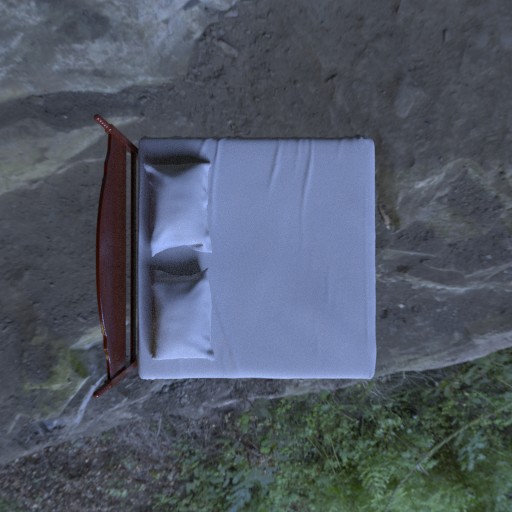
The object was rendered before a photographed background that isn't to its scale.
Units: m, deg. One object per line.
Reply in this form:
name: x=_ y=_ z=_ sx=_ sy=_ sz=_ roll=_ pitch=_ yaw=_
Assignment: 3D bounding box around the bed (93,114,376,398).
bed: x=0.000 y=0.000 z=3.635 sx=2.219 sy=1.355 sz=2.322 roll=0 pitch=89 yaw=0
